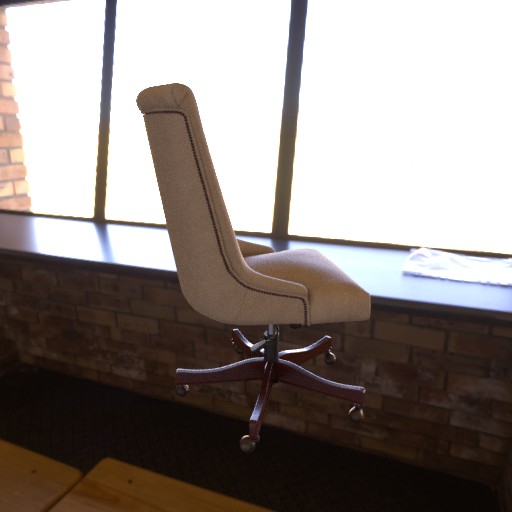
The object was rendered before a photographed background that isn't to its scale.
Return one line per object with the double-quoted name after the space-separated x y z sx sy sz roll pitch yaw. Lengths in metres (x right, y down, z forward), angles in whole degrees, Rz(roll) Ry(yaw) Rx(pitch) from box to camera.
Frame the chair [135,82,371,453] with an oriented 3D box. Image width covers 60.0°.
0.000 0.000 1.444 0.696 1.010 0.645 -3 16 -9 "chair"
